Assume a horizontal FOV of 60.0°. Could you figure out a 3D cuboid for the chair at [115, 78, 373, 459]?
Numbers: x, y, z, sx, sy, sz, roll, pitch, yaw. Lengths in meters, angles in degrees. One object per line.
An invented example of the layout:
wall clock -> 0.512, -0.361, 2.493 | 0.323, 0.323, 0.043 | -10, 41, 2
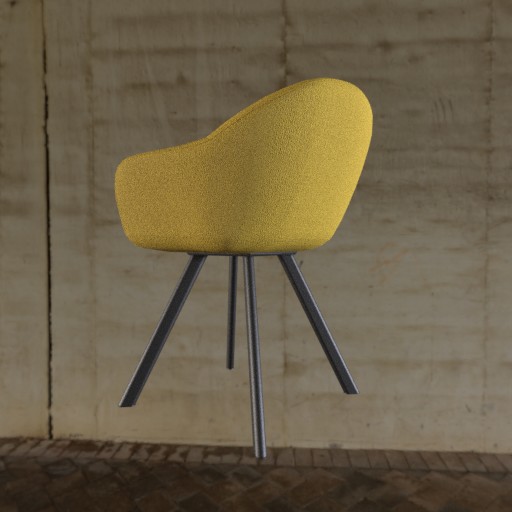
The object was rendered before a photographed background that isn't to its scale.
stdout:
chair -> 0.000, 0.000, 1.153 | 0.565, 0.775, 0.545 | 1, 2, 36
